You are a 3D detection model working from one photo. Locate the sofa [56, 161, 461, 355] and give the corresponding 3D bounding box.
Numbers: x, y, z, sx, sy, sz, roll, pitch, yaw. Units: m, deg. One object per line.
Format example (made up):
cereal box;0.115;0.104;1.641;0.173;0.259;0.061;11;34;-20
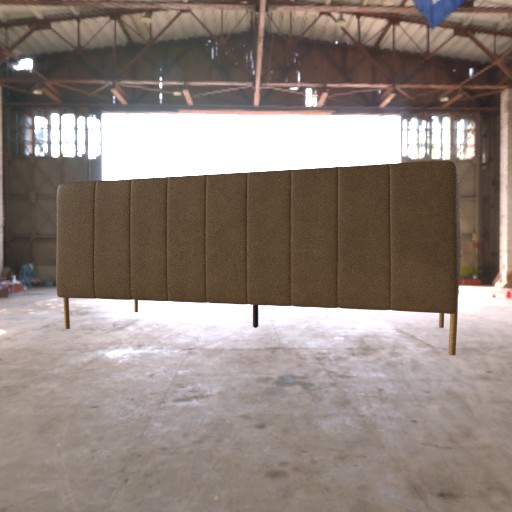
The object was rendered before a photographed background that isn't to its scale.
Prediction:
sofa;0.000;0.000;2.405;1.980;0.779;0.876;0;1;18
